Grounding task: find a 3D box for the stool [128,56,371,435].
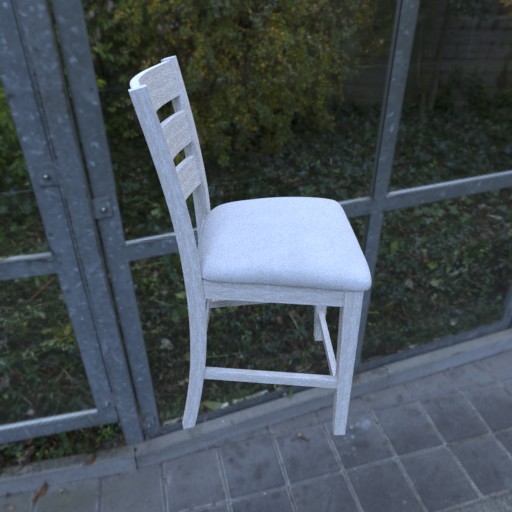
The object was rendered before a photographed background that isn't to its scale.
[{"bbox_3d":[0.000,0.000,1.303,0.569,1.032,0.484,-1,31,-1],"label":"stool"}]
